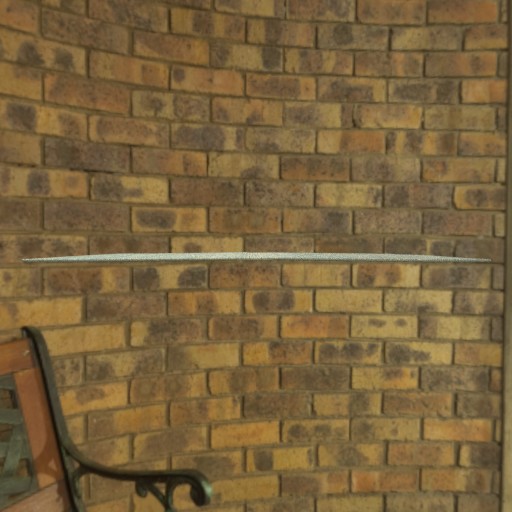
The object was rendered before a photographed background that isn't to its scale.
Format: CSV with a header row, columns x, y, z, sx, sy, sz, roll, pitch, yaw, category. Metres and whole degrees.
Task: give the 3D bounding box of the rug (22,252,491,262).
x,y,z,sx,sy,sz,roll,pitch,yaw,category
0.000,0.000,5.240,4.078,0.052,2.802,0,1,0,rug
